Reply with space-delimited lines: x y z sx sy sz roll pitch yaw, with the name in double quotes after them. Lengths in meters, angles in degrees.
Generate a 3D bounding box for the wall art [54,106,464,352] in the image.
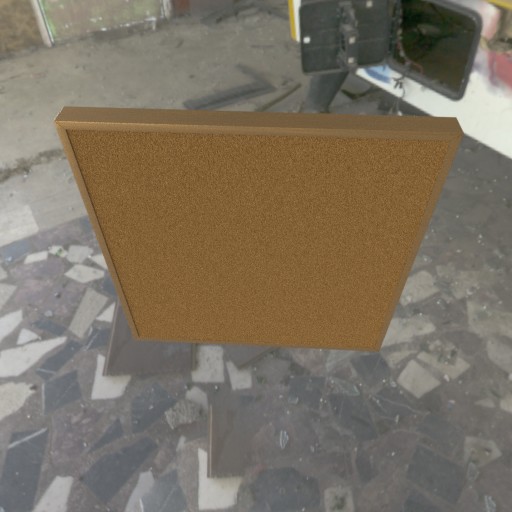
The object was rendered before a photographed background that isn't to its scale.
0.000 0.000 0.741 0.505 0.505 0.037 2 47 2 "wall art"
